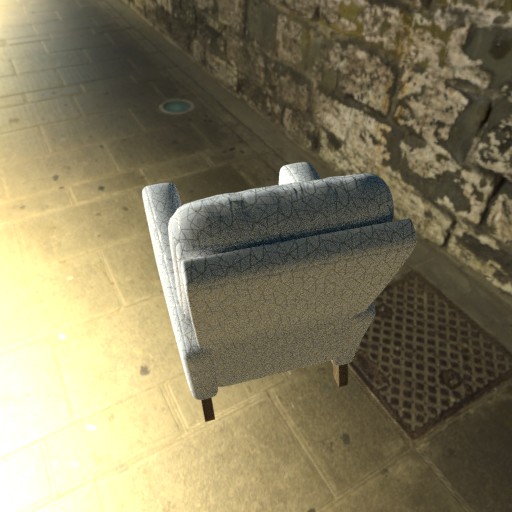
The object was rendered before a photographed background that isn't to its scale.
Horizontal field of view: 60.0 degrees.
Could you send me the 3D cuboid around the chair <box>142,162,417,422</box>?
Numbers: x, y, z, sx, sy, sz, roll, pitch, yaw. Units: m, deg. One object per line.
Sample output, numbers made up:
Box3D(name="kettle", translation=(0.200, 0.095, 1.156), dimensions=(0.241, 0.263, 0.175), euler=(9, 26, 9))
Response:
Box3D(name="chair", translation=(0.000, 0.000, 1.768), dimensions=(0.796, 1.064, 0.995), euler=(-11, 44, -11))
